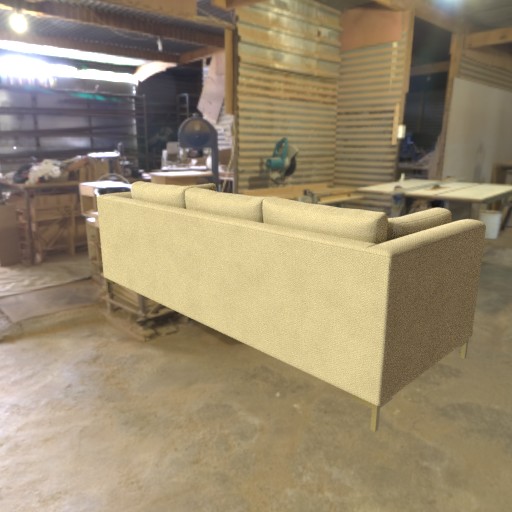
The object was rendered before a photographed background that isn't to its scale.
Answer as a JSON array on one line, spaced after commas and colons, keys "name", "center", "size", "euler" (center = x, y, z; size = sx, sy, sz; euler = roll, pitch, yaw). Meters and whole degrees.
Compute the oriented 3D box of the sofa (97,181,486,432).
[{"name": "sofa", "center": [0.000, 0.000, 2.847], "size": [0.969, 0.867, 2.415], "euler": [-14, 20, -42]}]
